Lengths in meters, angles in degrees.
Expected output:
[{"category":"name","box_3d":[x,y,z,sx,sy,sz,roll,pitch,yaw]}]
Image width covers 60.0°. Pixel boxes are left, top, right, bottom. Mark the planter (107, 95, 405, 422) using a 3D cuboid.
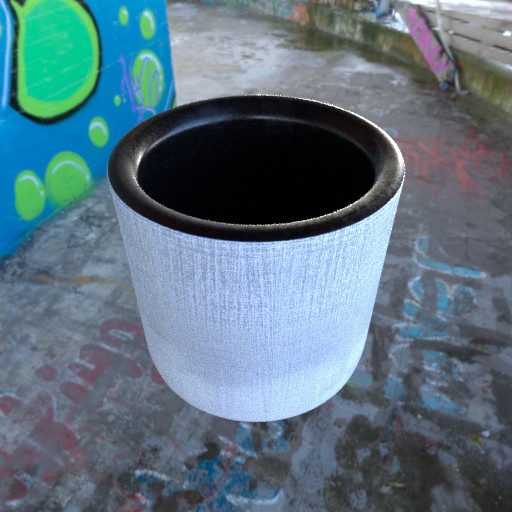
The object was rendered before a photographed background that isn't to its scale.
[{"category":"planter","box_3d":[0.000,0.000,0.290,0.160,0.156,0.160,0,41,0]}]
